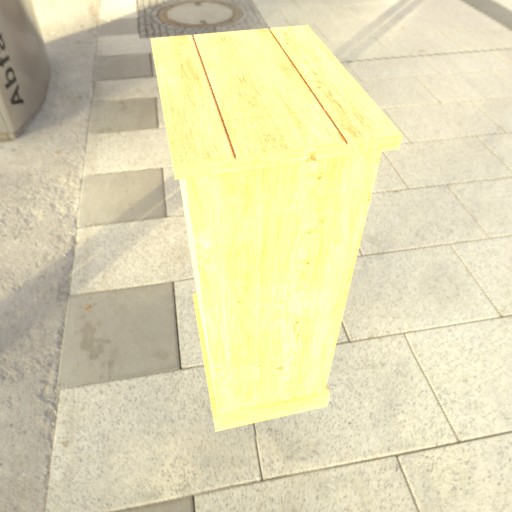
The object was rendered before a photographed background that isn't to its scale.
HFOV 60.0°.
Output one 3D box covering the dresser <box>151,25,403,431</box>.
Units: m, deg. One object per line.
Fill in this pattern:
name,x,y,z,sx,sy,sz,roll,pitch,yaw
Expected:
dresser,0.000,0.000,1.276,0.390,1.041,0.531,-9,47,-9
